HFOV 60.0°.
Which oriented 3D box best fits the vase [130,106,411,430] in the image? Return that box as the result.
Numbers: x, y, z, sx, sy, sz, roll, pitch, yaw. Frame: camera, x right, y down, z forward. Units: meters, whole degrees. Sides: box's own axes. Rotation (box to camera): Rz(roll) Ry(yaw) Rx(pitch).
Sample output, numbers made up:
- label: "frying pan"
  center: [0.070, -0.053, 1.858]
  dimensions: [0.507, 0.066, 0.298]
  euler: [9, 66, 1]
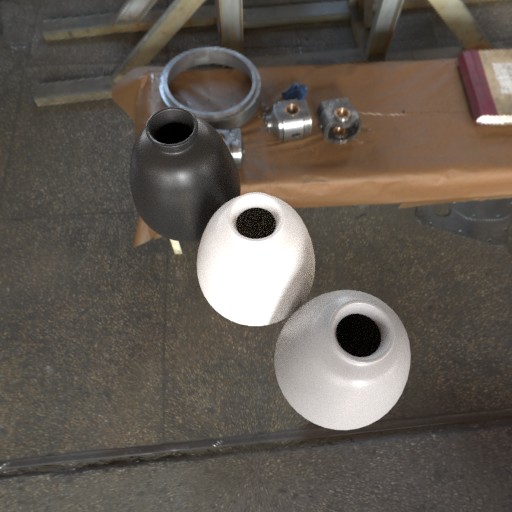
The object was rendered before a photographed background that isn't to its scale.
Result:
- label: "vase"
  center: [0.000, 0.000, 0.350]
  dimensions: [0.097, 0.122, 0.297]
  euler: [-36, 69, -16]
